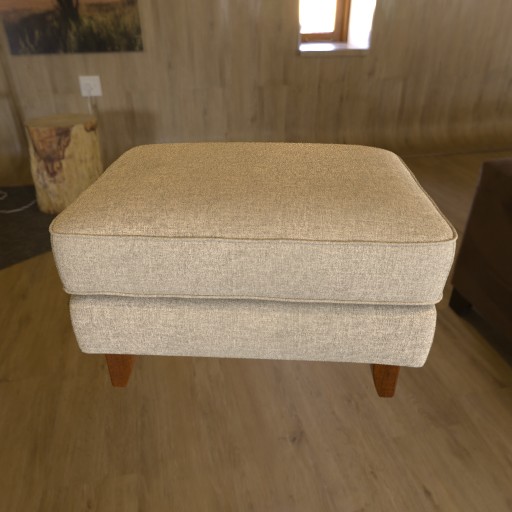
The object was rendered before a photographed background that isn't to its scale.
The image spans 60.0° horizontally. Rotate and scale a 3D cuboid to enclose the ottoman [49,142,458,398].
[{"bbox_3d":[0.000,0.000,1.292,0.889,0.561,0.661,1,30,3],"label":"ottoman"}]
